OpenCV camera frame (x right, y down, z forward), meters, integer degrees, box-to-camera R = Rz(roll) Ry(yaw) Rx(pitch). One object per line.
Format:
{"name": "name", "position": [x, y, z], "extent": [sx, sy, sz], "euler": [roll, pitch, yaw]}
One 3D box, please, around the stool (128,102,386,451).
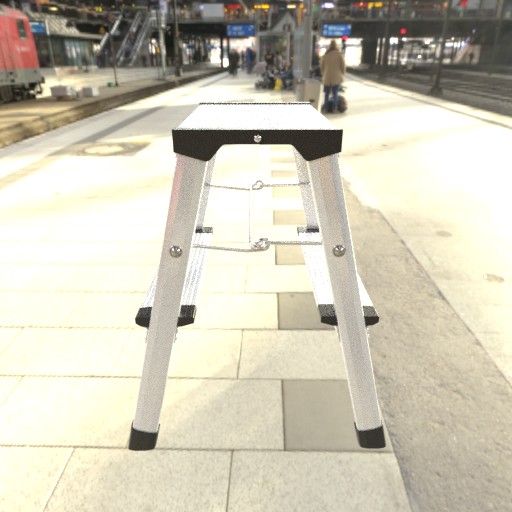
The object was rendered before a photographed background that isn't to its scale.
{"name": "stool", "position": [0.000, 0.000, 0.773], "extent": [0.405, 0.480, 0.404], "euler": [0, 25, -1]}
